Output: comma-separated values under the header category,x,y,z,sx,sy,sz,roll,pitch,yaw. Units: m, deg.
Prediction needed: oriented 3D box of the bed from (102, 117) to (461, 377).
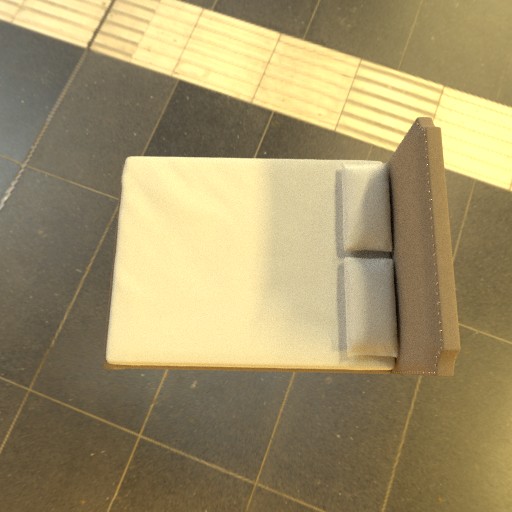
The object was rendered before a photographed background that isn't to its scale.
category,x,y,z,sx,sy,sz,roll,pitch,yaw
bed,0.000,0.000,3.341,2.329,1.415,1.703,1,76,0
